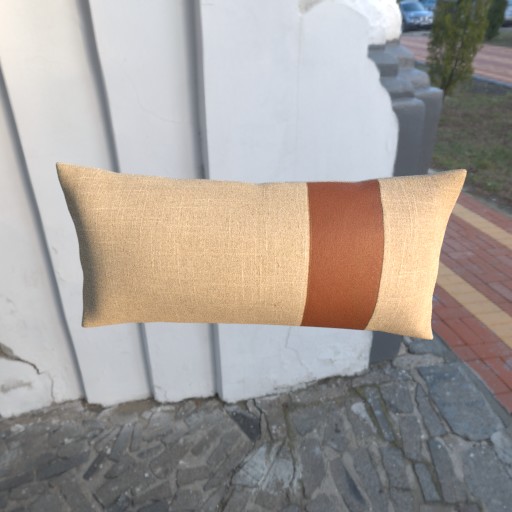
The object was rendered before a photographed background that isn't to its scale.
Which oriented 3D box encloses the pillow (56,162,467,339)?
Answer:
[{"bbox_3d":[0.000,0.000,0.710,0.612,0.282,0.155,2,30,3],"label":"pillow"}]
